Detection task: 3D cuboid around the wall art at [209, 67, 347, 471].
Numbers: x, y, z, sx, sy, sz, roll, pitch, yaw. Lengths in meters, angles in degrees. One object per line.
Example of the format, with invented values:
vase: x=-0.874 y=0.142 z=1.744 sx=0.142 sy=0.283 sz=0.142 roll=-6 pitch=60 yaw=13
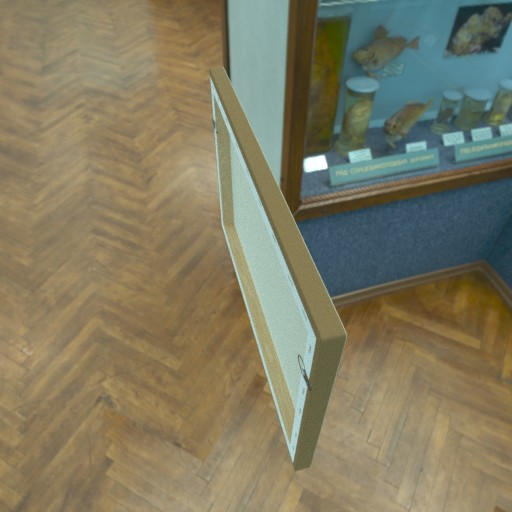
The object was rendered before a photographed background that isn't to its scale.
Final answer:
wall art: x=0.000 y=0.000 z=0.488 sx=0.019 sy=0.254 sz=0.380 roll=-11 pitch=49 yaw=-10
